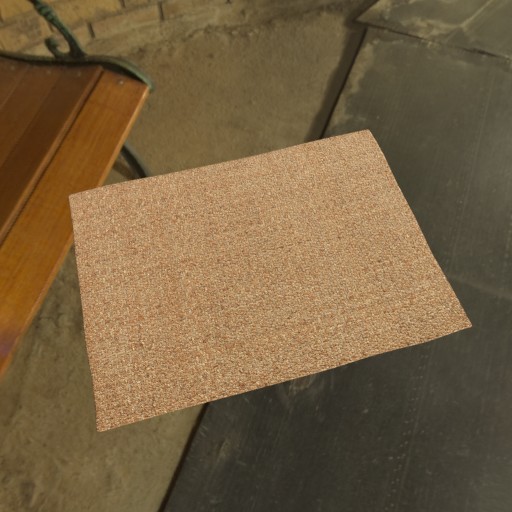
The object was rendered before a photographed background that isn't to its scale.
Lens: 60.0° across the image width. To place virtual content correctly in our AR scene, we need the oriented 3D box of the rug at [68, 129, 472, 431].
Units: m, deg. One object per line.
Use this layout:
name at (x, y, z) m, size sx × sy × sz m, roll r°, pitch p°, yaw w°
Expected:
rug at (0.000, 0.000, 2.730) m, size 2.141 × 0.013 × 1.566 m, roll -14°, pitch 64°, yaw -7°
